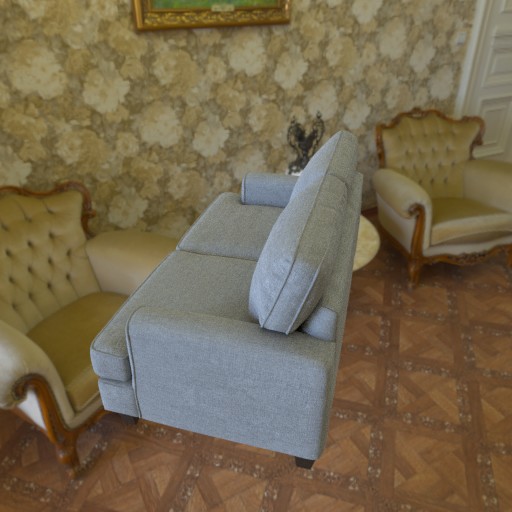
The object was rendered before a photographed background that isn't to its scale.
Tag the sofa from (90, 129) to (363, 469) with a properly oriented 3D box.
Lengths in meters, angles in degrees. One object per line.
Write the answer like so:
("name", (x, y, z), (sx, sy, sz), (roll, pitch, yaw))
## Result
("sofa", (0.000, 0.000, 2.256), (0.965, 0.965, 1.651), (8, 32, 13))
